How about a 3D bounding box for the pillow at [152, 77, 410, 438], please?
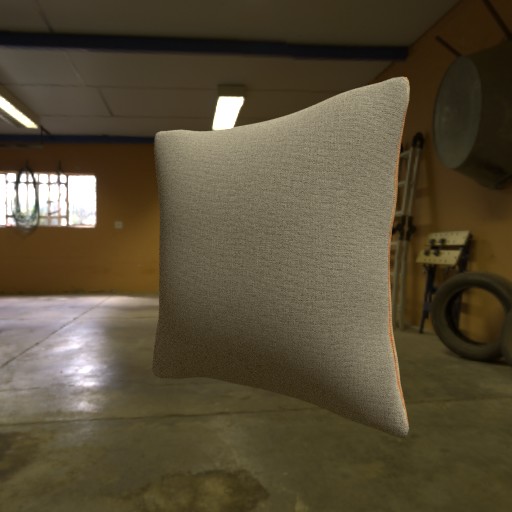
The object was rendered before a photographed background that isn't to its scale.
[{"bbox_3d":[0.000,0.000,0.634,0.437,0.419,0.136,1,1,36],"label":"pillow"}]
